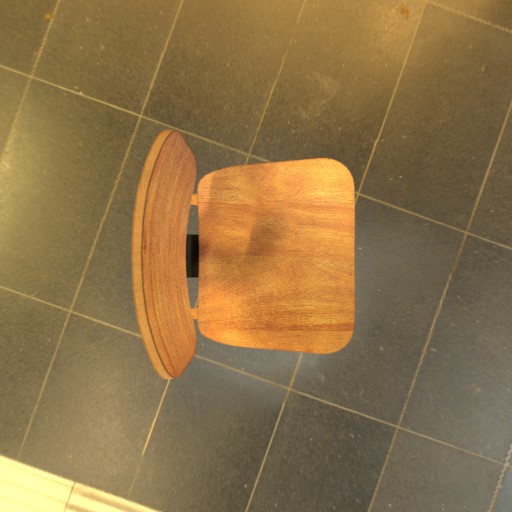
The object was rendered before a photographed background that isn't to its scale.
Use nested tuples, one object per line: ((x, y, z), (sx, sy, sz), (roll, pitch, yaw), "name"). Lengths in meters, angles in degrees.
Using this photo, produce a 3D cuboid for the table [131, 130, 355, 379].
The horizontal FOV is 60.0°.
((0.000, 0.000, 1.134), (0.500, 0.805, 0.499), (0, 90, -1), "table")
